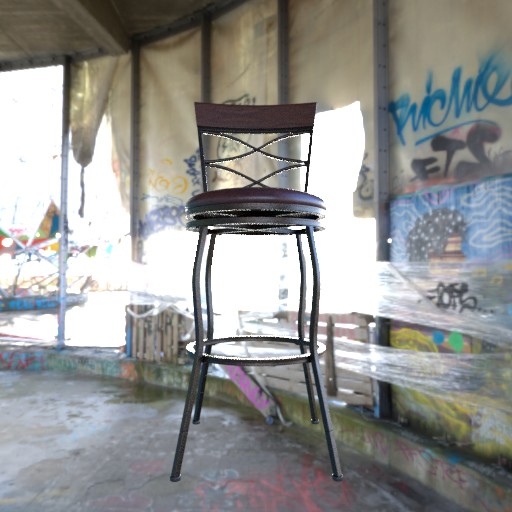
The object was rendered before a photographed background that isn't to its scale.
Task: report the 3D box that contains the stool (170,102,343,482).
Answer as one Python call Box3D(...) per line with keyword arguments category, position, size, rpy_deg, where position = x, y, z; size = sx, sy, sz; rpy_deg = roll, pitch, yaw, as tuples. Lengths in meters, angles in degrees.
Box3D(category="stool", position=(0.000, 0.000, 1.365), size=(0.448, 1.130, 0.513), rpy_deg=(0, -2, 0))
